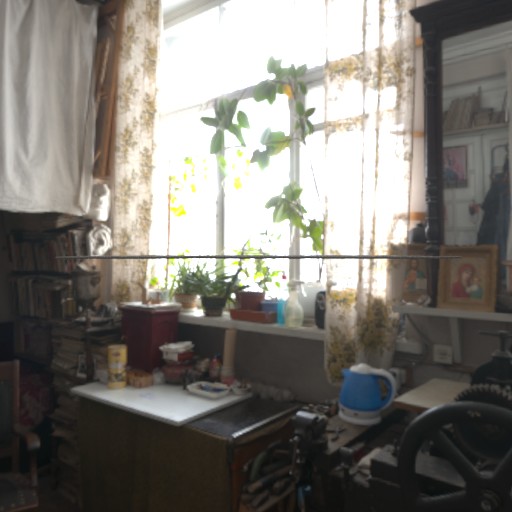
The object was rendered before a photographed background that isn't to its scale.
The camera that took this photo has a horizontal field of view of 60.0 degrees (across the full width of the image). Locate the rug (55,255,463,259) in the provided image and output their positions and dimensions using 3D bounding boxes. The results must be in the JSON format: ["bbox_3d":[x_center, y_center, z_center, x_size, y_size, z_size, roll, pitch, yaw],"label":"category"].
[{"bbox_3d":[0.000,0.000,4.319,2.448,0.020,3.359,0,0,-1],"label":"rug"}]
